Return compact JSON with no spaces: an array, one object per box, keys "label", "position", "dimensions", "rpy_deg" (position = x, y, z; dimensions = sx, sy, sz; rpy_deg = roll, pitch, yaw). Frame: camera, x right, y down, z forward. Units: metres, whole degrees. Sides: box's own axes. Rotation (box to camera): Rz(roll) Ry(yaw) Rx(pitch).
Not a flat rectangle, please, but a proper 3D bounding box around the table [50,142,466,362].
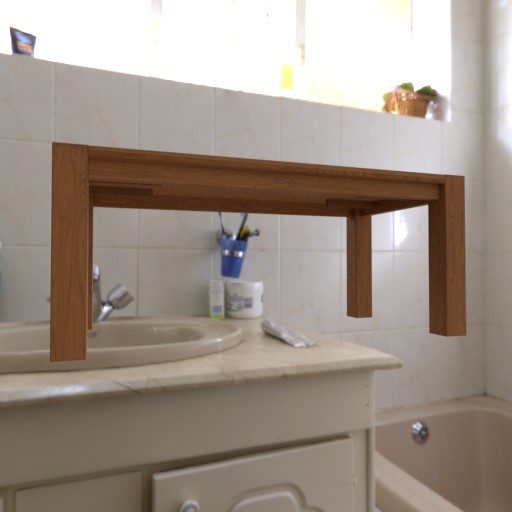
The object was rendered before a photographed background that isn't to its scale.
[{"label":"table","position":[0.000,0.000,2.242],"dimensions":[1.800,0.760,0.900],"rpy_deg":[0,-1,-19]}]
